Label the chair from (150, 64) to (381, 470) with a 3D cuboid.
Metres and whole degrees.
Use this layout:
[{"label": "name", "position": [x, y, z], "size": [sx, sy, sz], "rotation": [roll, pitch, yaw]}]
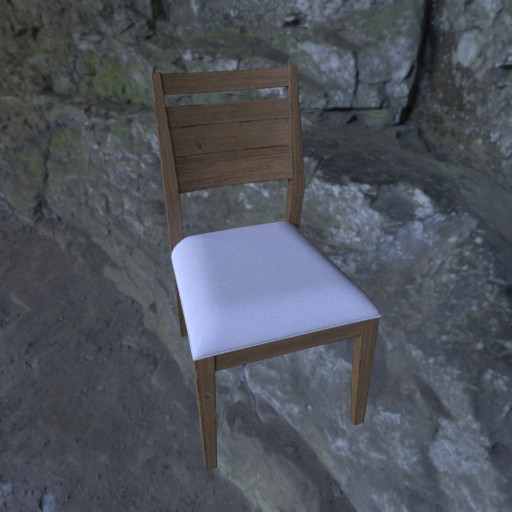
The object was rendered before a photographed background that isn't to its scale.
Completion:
[{"label": "chair", "position": [0.000, 0.000, 1.287], "size": [0.497, 0.939, 0.610], "rotation": [-10, 33, -16]}]
